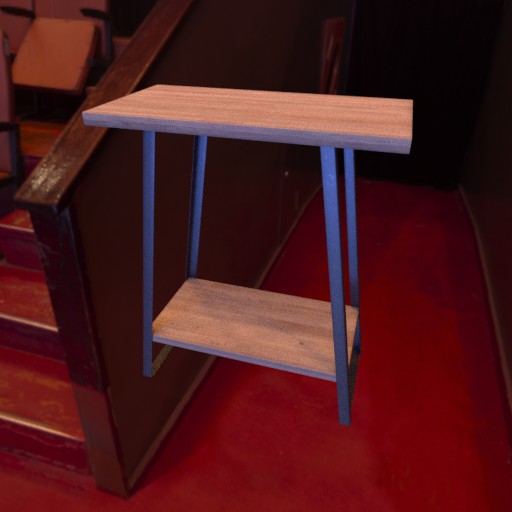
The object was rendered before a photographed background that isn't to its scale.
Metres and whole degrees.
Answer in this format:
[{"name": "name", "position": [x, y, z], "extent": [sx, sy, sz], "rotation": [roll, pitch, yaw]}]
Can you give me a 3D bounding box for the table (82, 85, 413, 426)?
[{"name": "table", "position": [0.000, 0.000, 1.066], "extent": [0.599, 0.701, 0.300], "rotation": [9, 32, 15]}]
